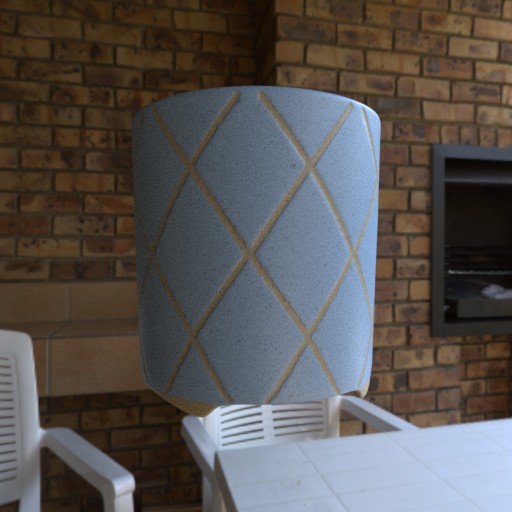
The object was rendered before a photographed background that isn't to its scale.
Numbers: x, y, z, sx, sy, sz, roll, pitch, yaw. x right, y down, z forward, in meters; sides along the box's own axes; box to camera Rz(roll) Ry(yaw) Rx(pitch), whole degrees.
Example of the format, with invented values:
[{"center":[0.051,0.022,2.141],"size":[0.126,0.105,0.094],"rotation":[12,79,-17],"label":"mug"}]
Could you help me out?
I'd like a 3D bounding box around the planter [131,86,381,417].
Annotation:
[{"center":[0.000,0.000,0.353],"size":[0.191,0.200,0.191],"rotation":[0,0,0],"label":"planter"}]
